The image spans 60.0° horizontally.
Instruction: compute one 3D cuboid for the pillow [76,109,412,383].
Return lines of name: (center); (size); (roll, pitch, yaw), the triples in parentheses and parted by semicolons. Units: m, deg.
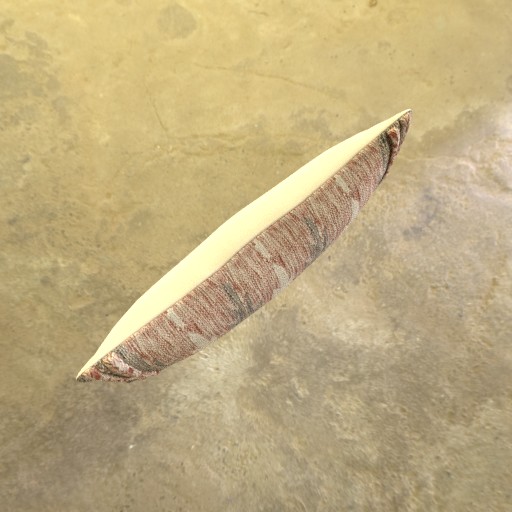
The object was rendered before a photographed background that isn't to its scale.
pillow: (0.000, 0.000, 0.747); (0.635, 0.282, 0.139); (-39, 79, -9)
